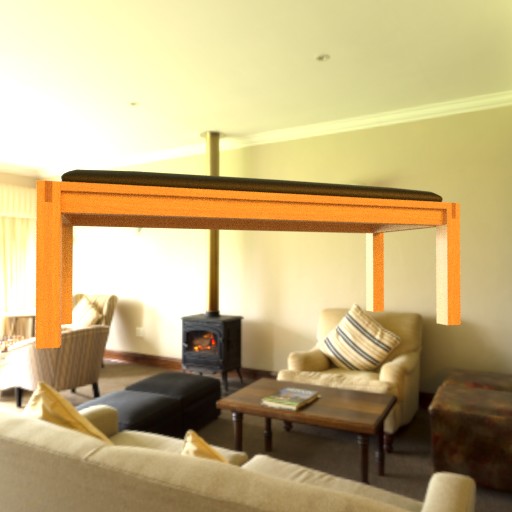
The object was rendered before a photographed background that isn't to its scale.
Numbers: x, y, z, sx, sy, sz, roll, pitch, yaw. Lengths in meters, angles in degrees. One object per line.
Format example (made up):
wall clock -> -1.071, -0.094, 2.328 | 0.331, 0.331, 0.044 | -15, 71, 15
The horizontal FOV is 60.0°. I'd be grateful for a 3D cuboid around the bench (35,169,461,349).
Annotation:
bench -> 0.000, 0.000, 1.406 | 1.202, 0.430, 0.450 | 0, -1, -19
